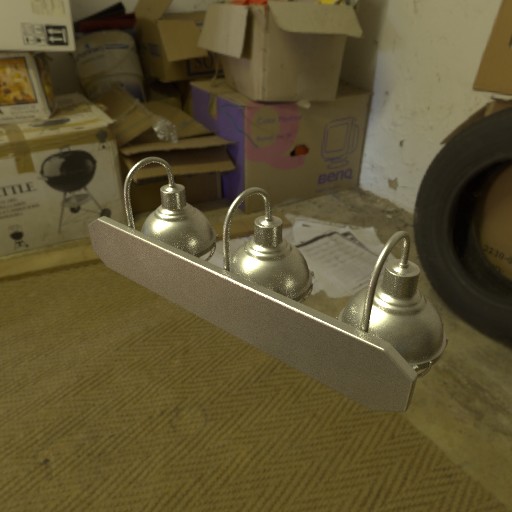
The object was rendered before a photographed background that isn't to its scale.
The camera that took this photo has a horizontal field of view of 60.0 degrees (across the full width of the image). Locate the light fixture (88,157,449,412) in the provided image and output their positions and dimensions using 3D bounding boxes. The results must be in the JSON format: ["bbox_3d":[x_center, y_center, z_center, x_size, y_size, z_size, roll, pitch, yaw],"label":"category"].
[{"bbox_3d":[0.000,0.000,0.751,0.634,0.254,0.229,22,37,32],"label":"light fixture"}]
